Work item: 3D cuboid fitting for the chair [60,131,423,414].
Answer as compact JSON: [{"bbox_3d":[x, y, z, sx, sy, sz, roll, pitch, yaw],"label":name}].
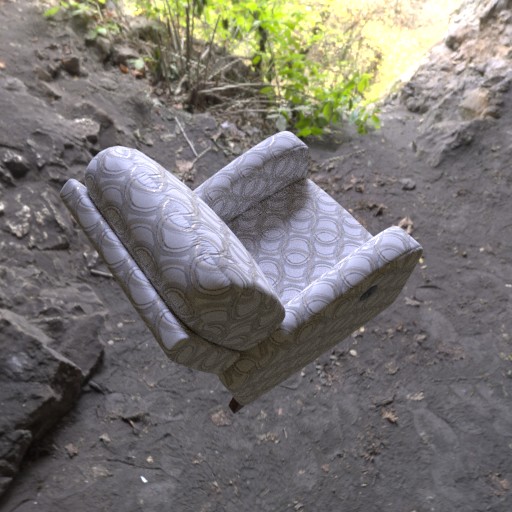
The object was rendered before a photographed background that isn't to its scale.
[{"bbox_3d":[0.000,0.000,1.699,0.995,1.065,0.796,-33,63,-19],"label":"chair"}]
